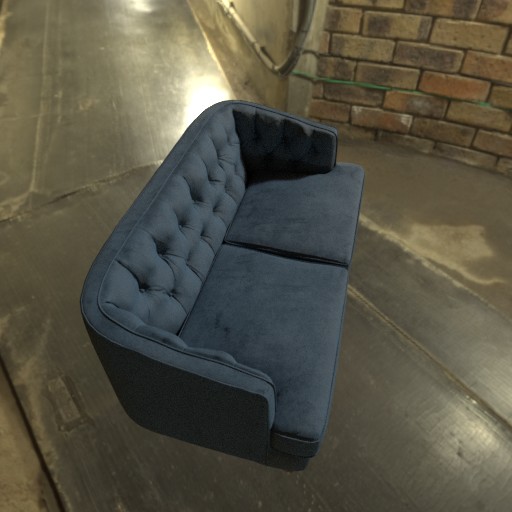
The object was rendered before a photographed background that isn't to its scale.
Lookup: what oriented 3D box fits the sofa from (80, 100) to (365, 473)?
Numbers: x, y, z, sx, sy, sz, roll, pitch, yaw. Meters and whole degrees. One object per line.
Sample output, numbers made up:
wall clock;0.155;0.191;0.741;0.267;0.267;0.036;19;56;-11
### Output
sofa;0.000;0.000;2.192;0.941;0.854;1.733;11;47;10
